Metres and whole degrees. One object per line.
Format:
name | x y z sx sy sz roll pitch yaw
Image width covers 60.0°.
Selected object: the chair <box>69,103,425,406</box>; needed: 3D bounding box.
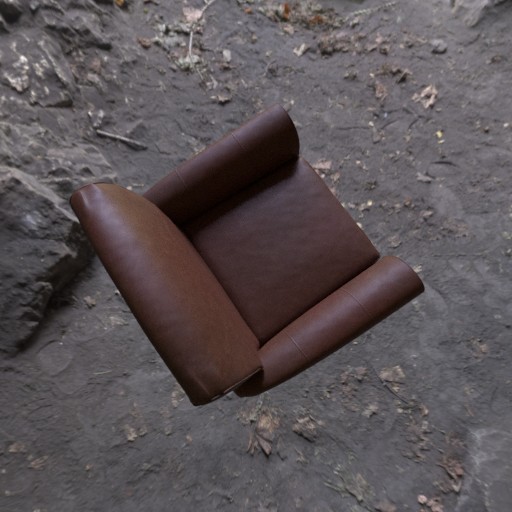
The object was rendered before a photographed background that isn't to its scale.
chair | 0.000 0.000 1.773 0.902 1.061 0.978 -34 77 -9
